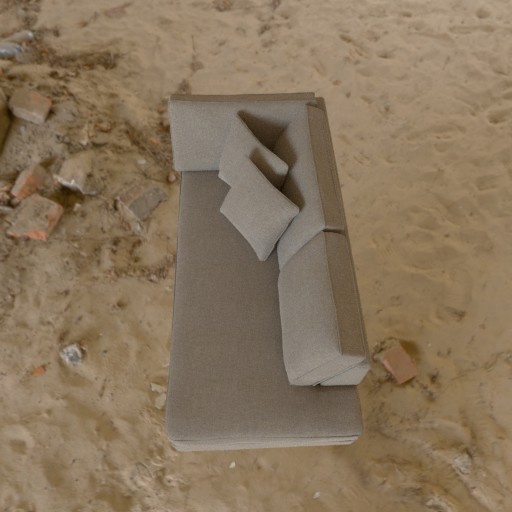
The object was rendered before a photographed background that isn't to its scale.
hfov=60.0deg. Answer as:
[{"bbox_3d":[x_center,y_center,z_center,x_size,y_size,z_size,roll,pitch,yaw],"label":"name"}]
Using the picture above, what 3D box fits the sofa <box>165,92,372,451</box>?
[{"bbox_3d":[0.000,0.000,2.862,1.110,1.019,2.238,-2,60,-1],"label":"sofa"}]
